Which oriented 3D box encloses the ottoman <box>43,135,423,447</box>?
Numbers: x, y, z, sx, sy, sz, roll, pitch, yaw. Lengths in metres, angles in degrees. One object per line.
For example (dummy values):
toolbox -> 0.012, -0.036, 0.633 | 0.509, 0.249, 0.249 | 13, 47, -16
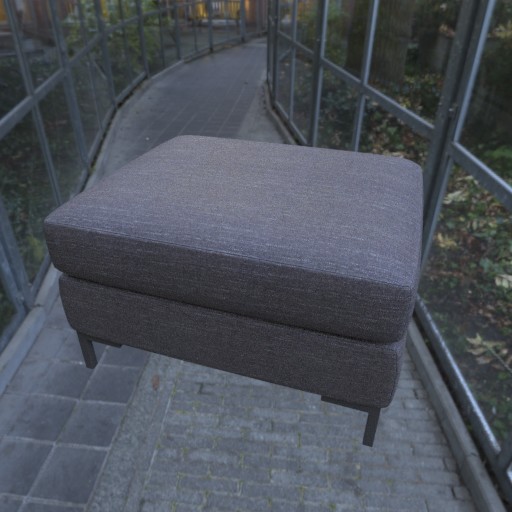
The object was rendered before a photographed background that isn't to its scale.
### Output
ottoman -> 0.000, 0.000, 1.219 | 0.820, 0.490, 0.671 | 10, 33, 16
